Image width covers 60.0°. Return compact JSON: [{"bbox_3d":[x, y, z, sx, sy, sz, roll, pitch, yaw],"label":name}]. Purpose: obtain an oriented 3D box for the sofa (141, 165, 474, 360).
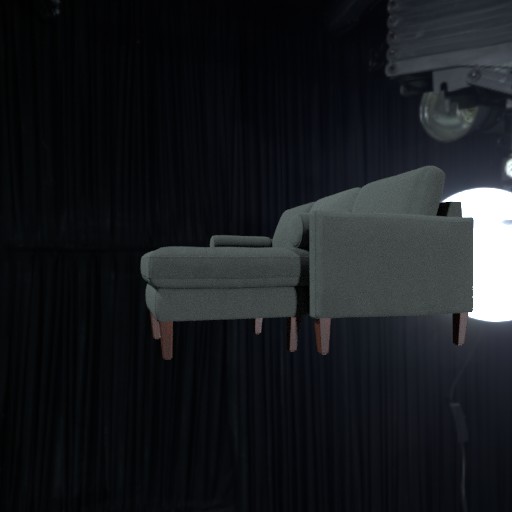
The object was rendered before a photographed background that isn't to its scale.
[{"bbox_3d":[0.000,0.000,2.903,1.506,0.876,2.178,0,-1,-17],"label":"sofa"}]
